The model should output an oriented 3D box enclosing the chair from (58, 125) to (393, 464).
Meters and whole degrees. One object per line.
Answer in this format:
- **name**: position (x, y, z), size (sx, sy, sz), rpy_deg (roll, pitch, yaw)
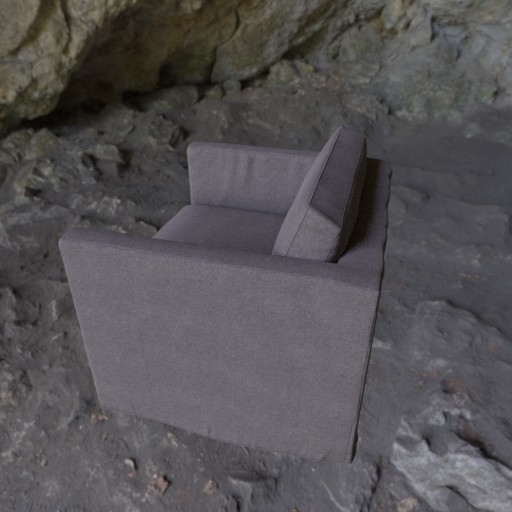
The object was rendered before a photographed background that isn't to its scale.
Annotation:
- **chair**: position (0.000, 0.000, 1.732), size (0.949, 0.863, 1.057), rpy_deg (8, 32, 14)
